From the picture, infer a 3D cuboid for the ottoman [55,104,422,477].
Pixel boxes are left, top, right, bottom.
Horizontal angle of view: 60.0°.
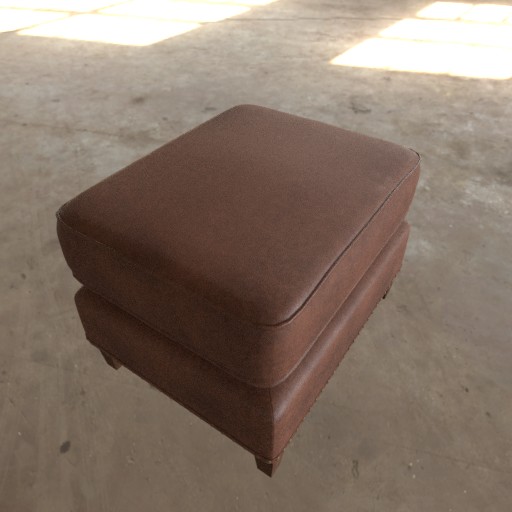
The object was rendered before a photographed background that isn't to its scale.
[{"bbox_3d":[0.000,0.000,1.136,0.589,0.537,0.738,24,47,25],"label":"ottoman"}]
